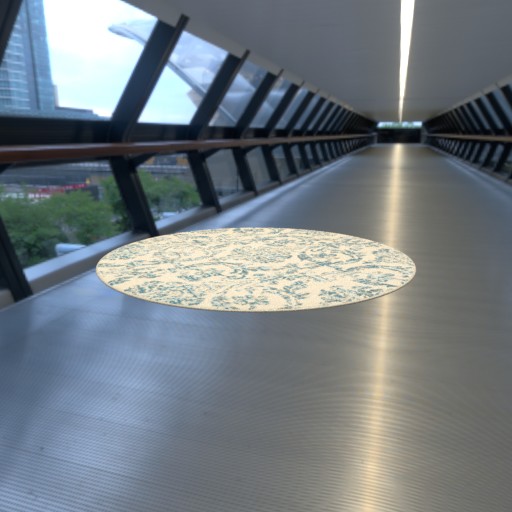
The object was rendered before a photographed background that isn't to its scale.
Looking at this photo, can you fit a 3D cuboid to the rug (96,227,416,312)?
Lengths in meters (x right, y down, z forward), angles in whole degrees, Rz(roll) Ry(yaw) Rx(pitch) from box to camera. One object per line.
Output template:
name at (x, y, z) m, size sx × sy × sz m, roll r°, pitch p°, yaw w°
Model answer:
rug at (0.000, 0.000, 2.335) m, size 1.593 × 0.012 × 1.593 m, roll 0°, pitch 14°, yaw 0°
